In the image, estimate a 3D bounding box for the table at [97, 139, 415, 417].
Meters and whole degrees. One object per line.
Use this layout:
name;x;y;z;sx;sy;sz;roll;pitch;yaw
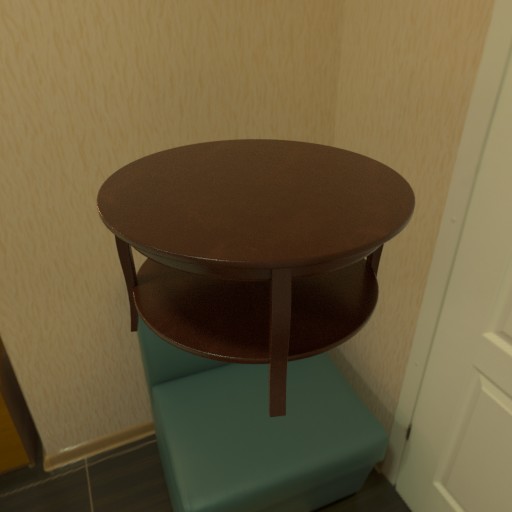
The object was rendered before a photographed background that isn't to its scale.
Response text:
table;0.000;0.000;1.453;0.911;0.512;0.911;0;31;0
